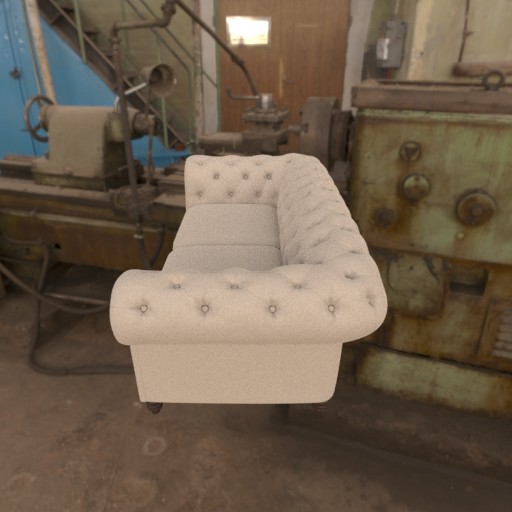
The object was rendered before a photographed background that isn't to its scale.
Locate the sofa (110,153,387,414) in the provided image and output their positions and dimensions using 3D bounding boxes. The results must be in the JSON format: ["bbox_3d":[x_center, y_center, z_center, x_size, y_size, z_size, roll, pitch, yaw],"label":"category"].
[{"bbox_3d":[0.000,0.000,2.466,0.986,0.764,1.998,0,26,0],"label":"sofa"}]
